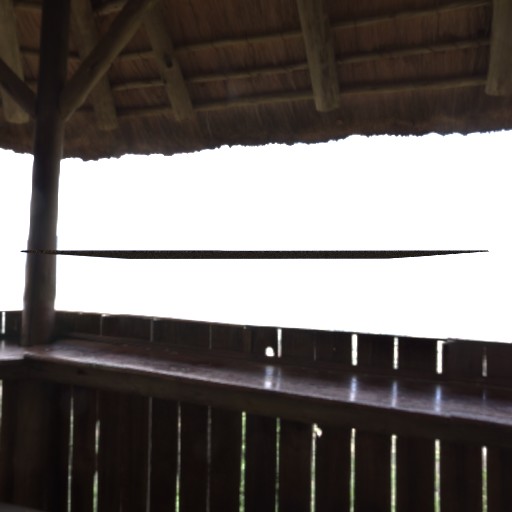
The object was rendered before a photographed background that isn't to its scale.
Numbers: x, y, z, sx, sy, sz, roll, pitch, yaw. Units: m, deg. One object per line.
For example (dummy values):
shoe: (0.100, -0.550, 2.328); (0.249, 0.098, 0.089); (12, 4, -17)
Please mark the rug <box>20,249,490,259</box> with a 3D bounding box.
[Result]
rug: (0.000, 0.000, 4.214); (3.204, 0.017, 2.448); (0, -2, 1)
